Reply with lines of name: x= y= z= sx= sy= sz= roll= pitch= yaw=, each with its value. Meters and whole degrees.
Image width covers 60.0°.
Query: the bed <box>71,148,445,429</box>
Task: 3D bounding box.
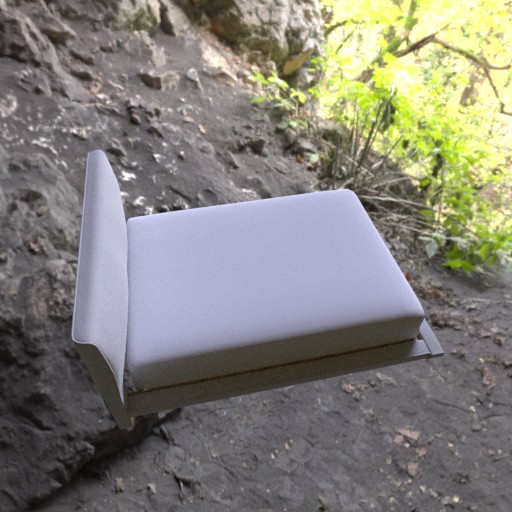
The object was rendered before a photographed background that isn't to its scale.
bed: x=0.000 y=0.000 z=3.372 sx=2.368 sy=1.067 sz=1.840 roll=-9 pitch=47 yaw=-8
